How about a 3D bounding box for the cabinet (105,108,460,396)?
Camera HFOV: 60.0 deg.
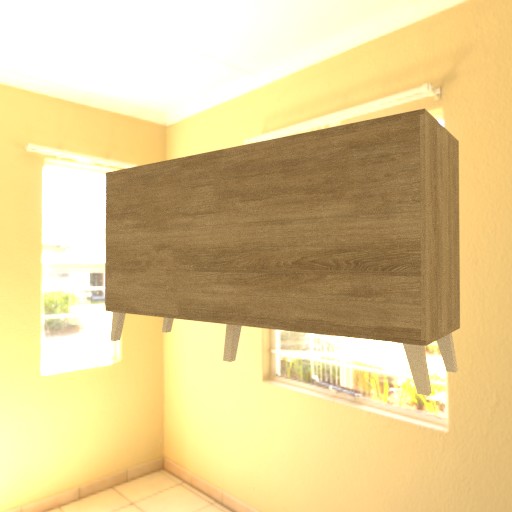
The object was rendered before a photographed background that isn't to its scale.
[{"bbox_3d":[0.000,0.000,1.987,1.600,0.870,0.450,-1,-1,37],"label":"cabinet"}]
